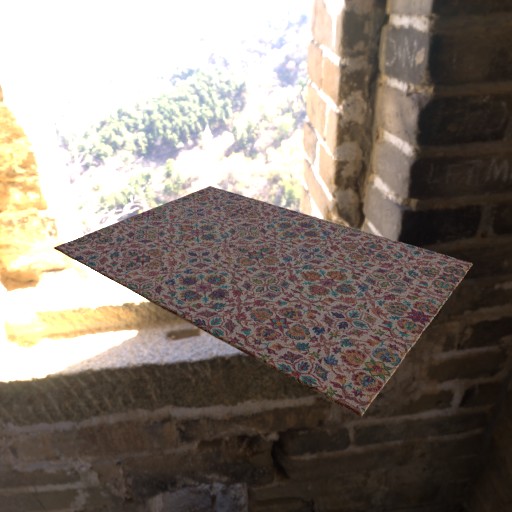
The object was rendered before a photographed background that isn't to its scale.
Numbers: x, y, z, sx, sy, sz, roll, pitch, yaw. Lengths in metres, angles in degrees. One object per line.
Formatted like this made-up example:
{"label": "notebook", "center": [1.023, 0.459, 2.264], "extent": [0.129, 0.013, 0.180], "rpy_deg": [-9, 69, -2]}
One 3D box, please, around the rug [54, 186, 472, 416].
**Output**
{"label": "rug", "center": [0.000, 0.000, 2.913], "extent": [2.297, 0.018, 1.541], "rpy_deg": [21, 35, 33]}
